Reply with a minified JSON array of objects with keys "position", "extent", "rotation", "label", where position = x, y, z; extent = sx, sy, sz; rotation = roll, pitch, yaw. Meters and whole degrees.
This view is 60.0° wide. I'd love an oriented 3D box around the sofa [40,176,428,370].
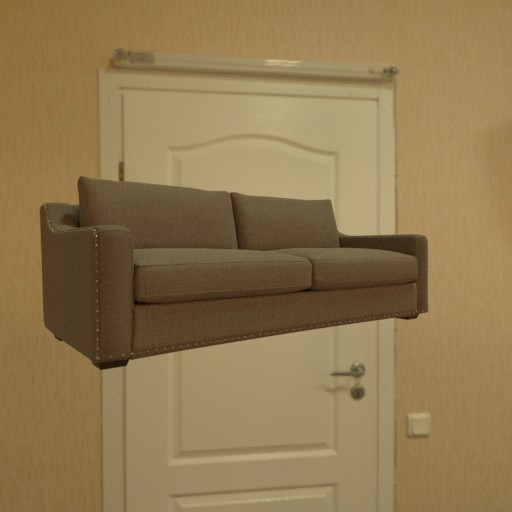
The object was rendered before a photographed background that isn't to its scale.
[{"position":[0.000,0.000,2.682],"extent":[2.208,0.857,1.000],"rotation":[-1,1,-37],"label":"sofa"}]
